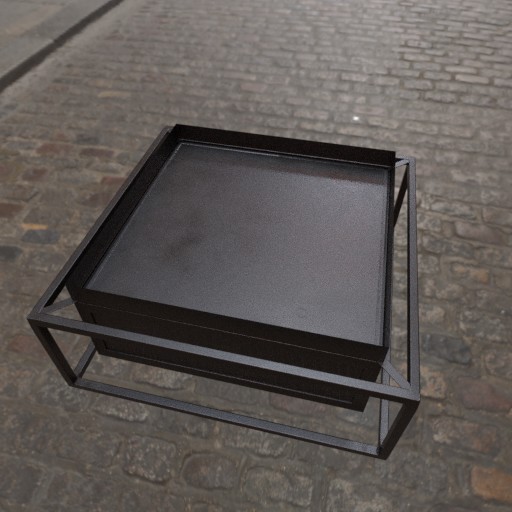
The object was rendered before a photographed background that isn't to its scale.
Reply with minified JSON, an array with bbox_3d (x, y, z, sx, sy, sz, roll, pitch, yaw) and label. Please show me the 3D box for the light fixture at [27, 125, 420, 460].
[{"bbox_3d":[0.000,0.000,0.672,0.441,0.191,0.441,10,47,9],"label":"light fixture"}]
